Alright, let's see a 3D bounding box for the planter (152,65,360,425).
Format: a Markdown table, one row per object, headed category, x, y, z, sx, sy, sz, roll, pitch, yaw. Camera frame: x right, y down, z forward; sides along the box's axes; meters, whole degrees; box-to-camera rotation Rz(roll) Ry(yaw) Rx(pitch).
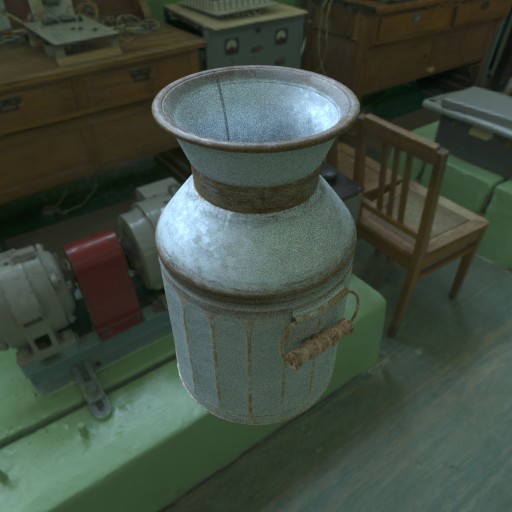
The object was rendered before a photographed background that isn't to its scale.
| category | x | y | z | sx | sy | sz | roll | pitch | yaw |
| --- | --- | --- | --- | --- | --- | --- | --- | --- | --- |
| planter | 0.000 | 0.000 | 0.497 | 0.215 | 0.358 | 0.248 | -26 | 47 | -27 |
